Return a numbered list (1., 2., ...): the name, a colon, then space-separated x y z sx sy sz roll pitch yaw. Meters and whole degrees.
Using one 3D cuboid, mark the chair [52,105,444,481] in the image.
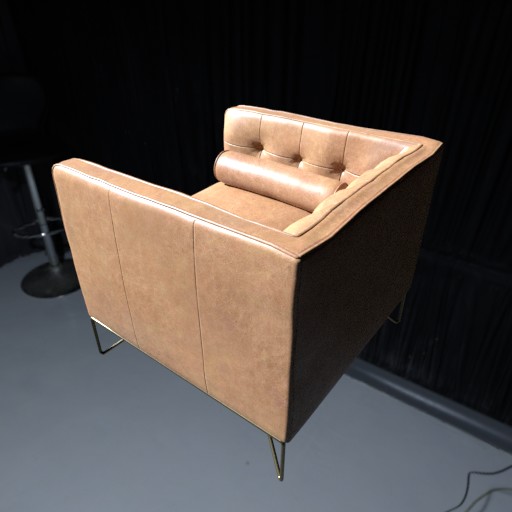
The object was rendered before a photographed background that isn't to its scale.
1. chair: 0.000 0.000 1.602 0.912 0.797 0.920 22 39 31
